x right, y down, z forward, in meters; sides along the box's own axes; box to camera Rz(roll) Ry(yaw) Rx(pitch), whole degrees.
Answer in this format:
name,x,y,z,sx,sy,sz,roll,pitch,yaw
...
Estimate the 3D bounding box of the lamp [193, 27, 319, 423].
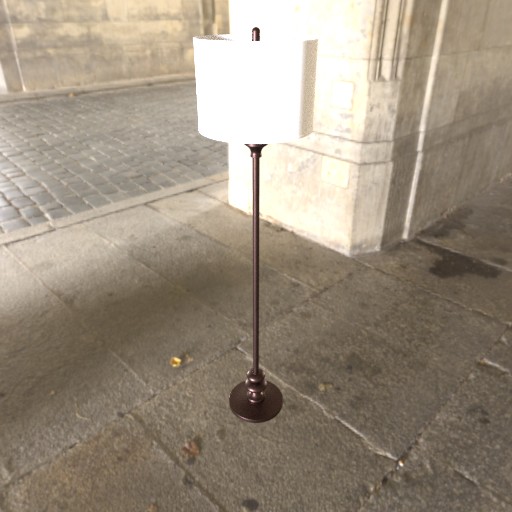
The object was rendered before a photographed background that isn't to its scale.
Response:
name,x,y,z,sx,sy,sz,roll,pitch,yaw
lamp,0.000,0.000,1.619,0.356,1.487,0.356,0,29,0
